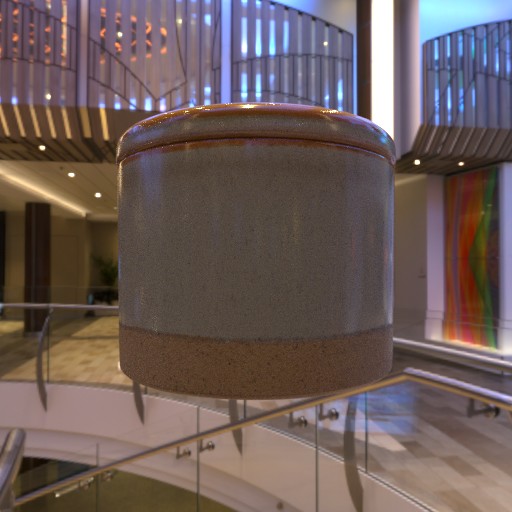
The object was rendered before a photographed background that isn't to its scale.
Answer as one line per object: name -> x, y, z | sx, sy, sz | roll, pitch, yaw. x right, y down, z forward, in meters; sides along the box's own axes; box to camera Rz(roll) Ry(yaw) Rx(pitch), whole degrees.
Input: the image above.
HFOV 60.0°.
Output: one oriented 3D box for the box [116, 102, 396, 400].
box -> 0.000, 0.000, 0.203 | 0.123, 0.100, 0.123 | 0, -1, 0
